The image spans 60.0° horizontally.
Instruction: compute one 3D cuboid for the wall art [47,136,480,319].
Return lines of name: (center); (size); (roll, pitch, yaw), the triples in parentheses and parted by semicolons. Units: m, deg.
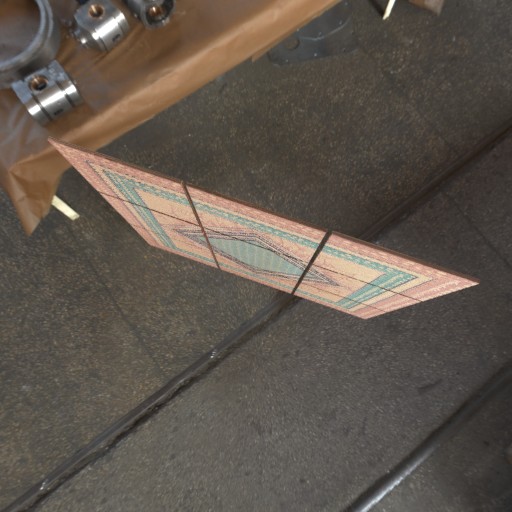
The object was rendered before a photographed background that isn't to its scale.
wall art: (0.000, 0.000, 2.225); (1.527, 1.525, 0.014); (19, 78, 4)
